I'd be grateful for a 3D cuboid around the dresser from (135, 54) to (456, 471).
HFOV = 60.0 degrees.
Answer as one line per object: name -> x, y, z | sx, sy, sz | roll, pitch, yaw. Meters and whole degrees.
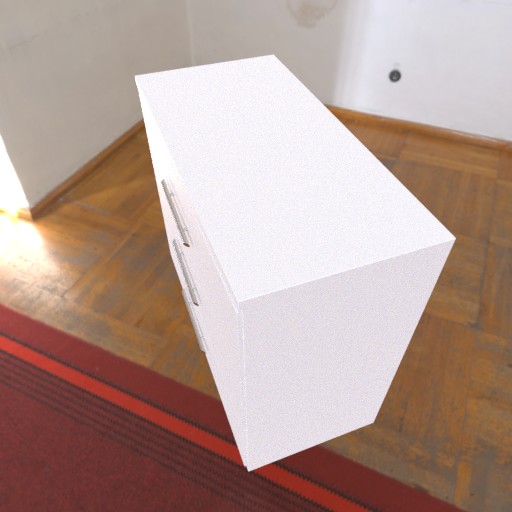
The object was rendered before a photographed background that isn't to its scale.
dresser -> 0.000, 0.000, 1.241 | 0.420, 0.740, 0.830 | -15, 48, -14
